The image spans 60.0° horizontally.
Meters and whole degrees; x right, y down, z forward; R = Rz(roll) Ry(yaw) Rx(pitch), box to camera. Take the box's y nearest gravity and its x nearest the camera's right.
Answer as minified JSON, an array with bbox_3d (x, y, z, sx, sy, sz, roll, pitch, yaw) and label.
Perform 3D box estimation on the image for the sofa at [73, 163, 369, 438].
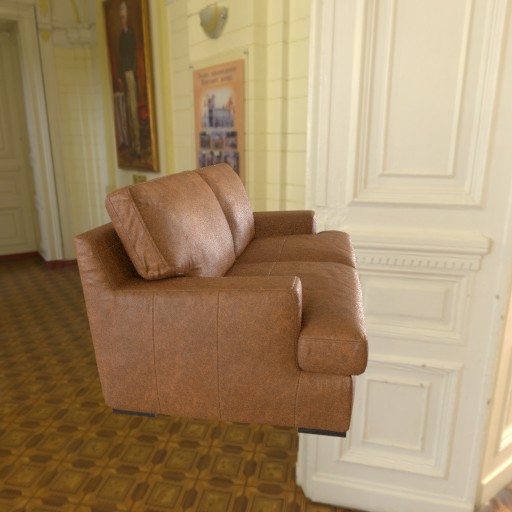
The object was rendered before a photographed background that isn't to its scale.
[{"bbox_3d":[0.000,0.000,2.529,1.144,0.966,1.880,3,16,9],"label":"sofa"}]
